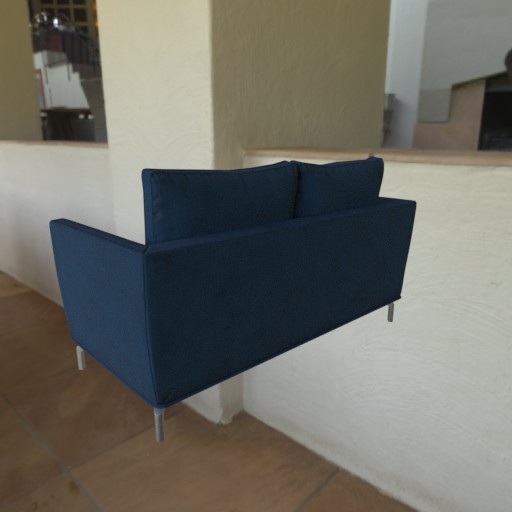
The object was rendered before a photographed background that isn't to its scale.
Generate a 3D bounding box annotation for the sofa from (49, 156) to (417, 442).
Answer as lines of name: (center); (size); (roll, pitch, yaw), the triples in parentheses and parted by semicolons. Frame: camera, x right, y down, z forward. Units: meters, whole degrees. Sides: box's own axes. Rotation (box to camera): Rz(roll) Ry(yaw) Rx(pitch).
sofa: (0.000, 0.000, 2.330); (1.770, 1.002, 0.853); (-14, 20, -41)
